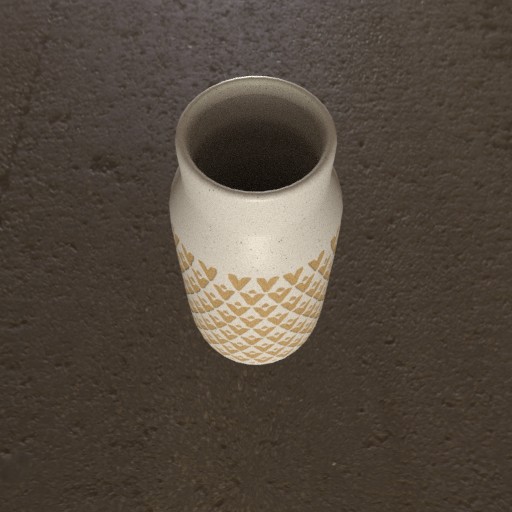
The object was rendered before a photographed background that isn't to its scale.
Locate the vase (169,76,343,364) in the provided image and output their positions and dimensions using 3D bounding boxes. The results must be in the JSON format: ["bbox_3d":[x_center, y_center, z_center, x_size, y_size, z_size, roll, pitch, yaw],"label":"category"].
[{"bbox_3d":[0.000,0.000,0.382,0.137,0.307,0.137,0,63,0],"label":"vase"}]
